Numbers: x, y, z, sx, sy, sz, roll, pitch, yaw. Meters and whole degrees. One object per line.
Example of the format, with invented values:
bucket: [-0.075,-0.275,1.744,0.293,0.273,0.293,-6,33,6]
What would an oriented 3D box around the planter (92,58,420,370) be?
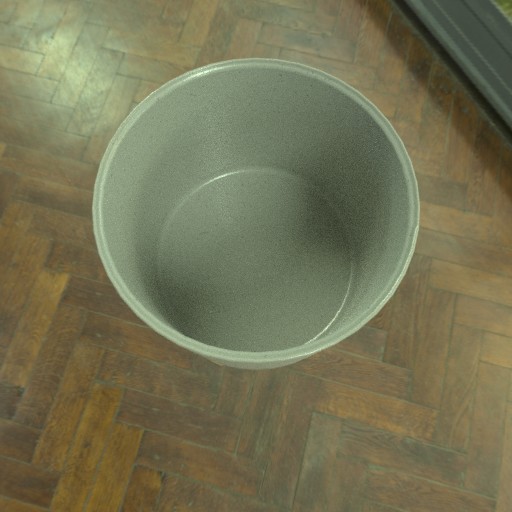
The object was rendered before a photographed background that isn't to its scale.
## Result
planter: [0.000,0.000,0.261,0.130,0.178,0.130,0,74,0]
